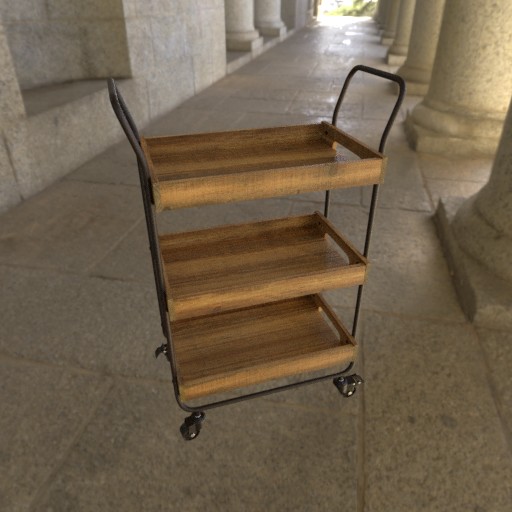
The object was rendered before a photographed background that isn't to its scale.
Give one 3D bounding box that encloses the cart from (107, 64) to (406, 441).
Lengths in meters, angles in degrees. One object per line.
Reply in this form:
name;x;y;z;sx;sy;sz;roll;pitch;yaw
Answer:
cart;0.000;0.000;1.128;0.583;0.857;0.339;-9;33;-15
